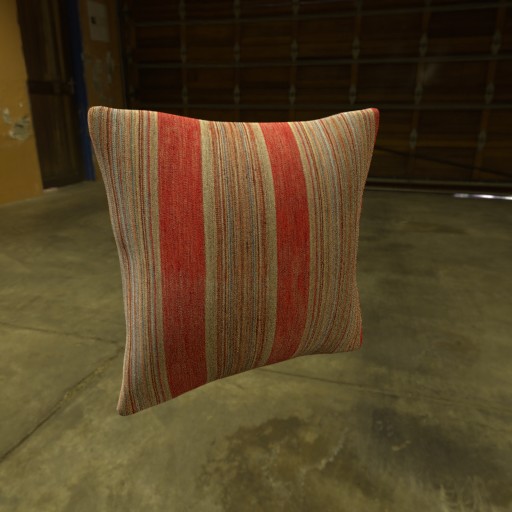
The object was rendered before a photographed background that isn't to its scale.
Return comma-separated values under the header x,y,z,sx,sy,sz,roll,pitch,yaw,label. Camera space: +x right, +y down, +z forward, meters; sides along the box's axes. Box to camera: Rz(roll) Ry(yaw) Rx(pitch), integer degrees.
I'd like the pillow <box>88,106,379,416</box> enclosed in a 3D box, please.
x,y,z,sx,sy,sz,roll,pitch,yaw,label
0.000,0.000,0.657,0.437,0.419,0.136,-9,20,-26,pillow
